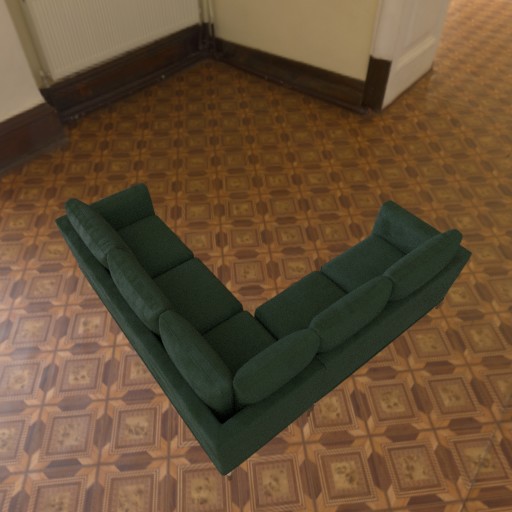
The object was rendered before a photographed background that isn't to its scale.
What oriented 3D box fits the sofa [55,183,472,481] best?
[{"bbox_3d":[0.000,0.000,3.813,2.468,1.004,2.452,-30,54,-25],"label":"sofa"}]
